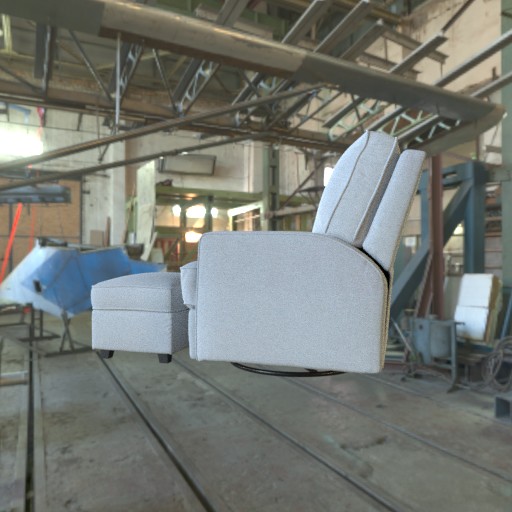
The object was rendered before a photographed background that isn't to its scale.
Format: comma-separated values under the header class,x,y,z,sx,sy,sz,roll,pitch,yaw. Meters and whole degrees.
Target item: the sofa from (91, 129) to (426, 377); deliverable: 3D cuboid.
class,x,y,z,sx,sy,sz,roll,pitch,yaw
sofa,0.000,0.000,2.101,1.472,0.959,0.861,0,-1,18
